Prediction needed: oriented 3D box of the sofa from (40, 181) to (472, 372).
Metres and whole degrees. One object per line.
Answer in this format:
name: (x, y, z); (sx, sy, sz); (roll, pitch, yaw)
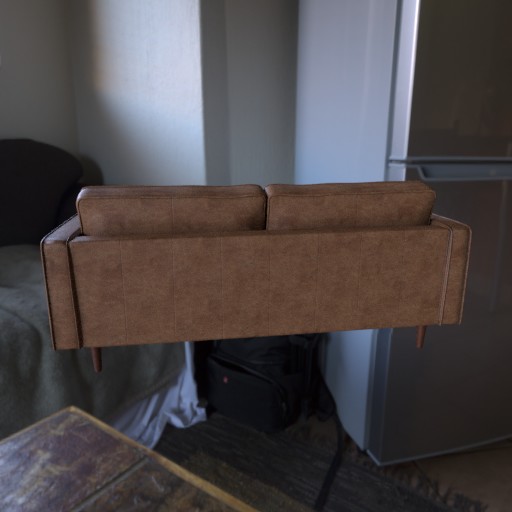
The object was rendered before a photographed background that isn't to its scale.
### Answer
sofa: (0.000, 0.000, 2.380); (1.920, 0.825, 0.924); (-2, 16, -8)
